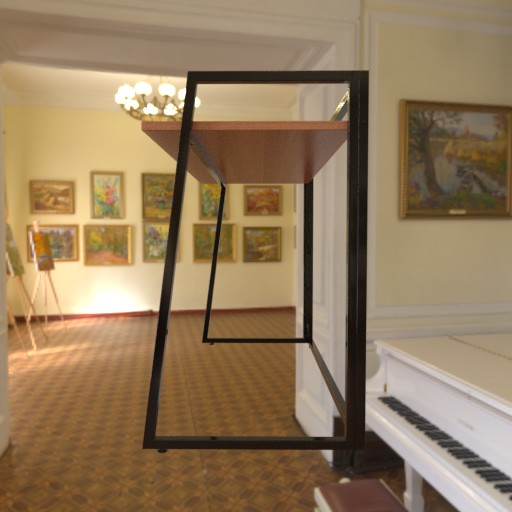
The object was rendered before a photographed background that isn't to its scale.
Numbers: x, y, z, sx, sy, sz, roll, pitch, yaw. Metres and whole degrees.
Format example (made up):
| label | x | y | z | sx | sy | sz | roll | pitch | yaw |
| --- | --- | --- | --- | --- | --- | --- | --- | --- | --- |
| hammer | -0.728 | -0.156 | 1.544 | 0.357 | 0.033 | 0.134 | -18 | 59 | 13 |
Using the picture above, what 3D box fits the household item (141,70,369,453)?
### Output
| label | x | y | z | sx | sy | sz | roll | pitch | yaw |
| --- | --- | --- | --- | --- | --- | --- | --- | --- | --- |
| household item | 0.000 | 0.000 | 1.516 | 0.510 | 0.860 | 1.050 | 0 | 2 | 1 |
